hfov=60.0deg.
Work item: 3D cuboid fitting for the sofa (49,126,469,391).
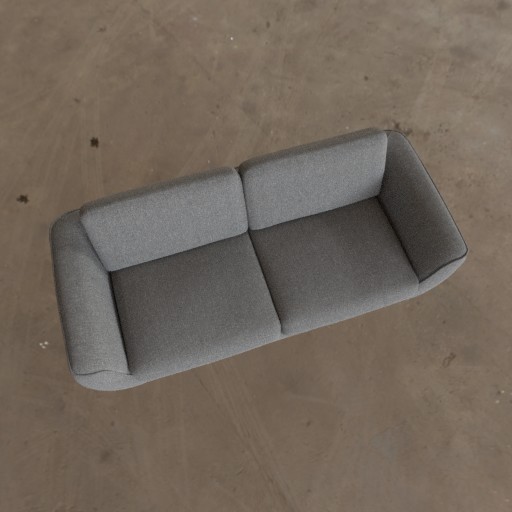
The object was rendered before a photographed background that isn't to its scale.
[{"bbox_3d":[0.000,0.000,2.387,2.000,0.870,0.920,-16,67,-7],"label":"sofa"}]
